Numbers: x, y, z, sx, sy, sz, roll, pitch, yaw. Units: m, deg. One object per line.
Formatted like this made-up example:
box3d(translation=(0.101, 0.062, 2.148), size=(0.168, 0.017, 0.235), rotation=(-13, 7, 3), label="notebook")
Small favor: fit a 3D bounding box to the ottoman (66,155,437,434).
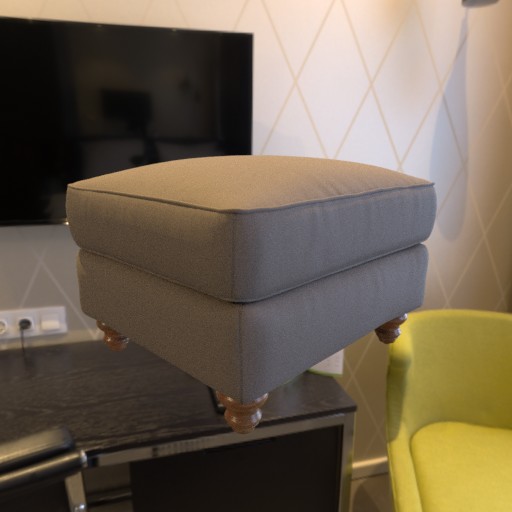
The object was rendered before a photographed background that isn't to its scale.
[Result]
box3d(translation=(0.000, 0.000, 1.144), size=(0.662, 0.505, 0.721), rotation=(14, 20, 43), label="ottoman")
